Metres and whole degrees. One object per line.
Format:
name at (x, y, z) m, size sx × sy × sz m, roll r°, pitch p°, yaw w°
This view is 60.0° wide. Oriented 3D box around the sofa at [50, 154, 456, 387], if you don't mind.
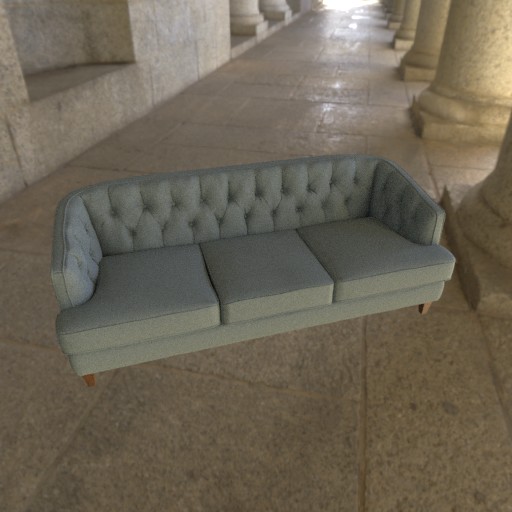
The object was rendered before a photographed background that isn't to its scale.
sofa at (0.000, 0.000, 2.754) m, size 2.278 × 0.855 × 0.941 m, roll -9°, pitch 34°, yaw -14°
